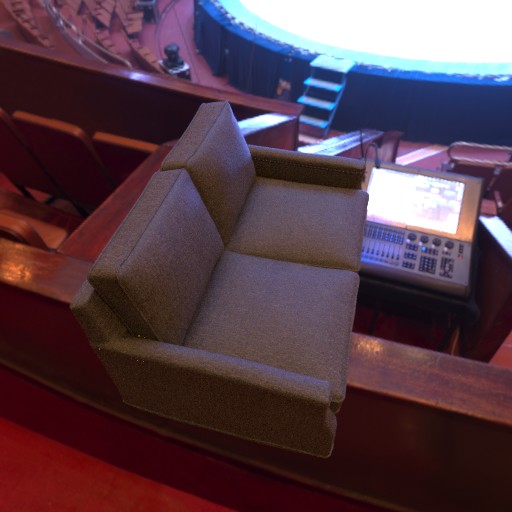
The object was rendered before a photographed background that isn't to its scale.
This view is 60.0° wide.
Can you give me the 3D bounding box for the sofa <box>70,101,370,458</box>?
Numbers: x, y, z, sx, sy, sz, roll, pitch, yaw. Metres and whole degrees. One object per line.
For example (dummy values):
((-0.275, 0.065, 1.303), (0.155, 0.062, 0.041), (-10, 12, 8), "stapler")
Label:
((0.000, 0.000, 2.304), (1.084, 1.003, 1.597), (11, 47, 10), "sofa")
